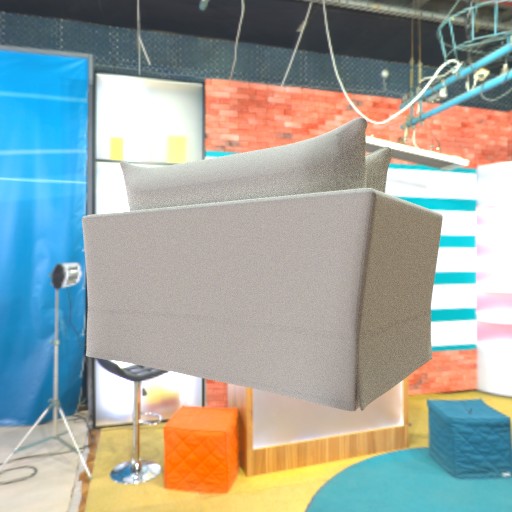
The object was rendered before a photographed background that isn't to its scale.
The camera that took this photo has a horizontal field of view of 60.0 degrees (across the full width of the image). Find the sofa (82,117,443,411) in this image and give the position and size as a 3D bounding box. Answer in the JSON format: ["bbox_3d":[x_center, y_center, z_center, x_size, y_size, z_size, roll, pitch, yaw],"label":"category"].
[{"bbox_3d":[0.000,0.000,2.279,1.608,1.039,1.026,0,-1,35],"label":"sofa"}]
